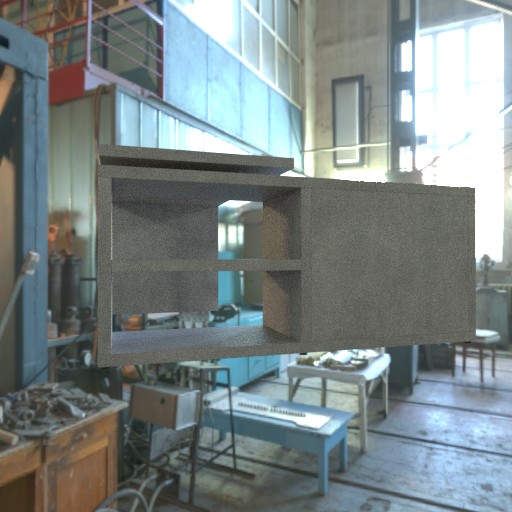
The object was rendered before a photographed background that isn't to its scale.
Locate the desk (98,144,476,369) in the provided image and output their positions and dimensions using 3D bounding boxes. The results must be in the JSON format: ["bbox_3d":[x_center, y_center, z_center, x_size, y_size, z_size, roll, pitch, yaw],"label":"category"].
[{"bbox_3d":[0.000,0.000,2.307,1.500,0.740,1.400,0,0,-18],"label":"desk"}]
